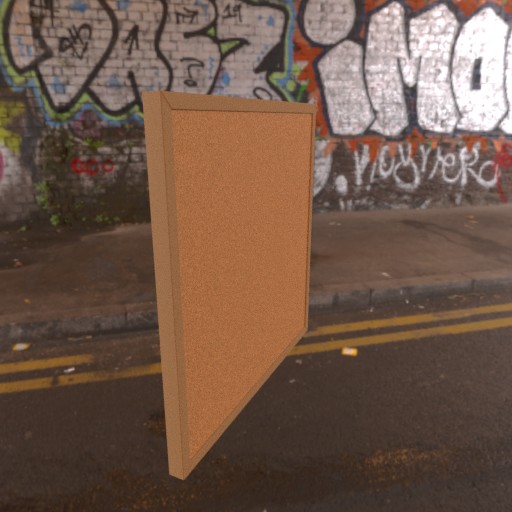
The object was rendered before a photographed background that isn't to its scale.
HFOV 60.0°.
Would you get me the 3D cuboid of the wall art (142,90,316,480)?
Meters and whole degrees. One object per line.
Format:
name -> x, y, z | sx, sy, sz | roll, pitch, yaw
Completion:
wall art -> 0.000, 0.000, 1.144 | 0.037, 0.761, 0.761 | 8, 19, 25
